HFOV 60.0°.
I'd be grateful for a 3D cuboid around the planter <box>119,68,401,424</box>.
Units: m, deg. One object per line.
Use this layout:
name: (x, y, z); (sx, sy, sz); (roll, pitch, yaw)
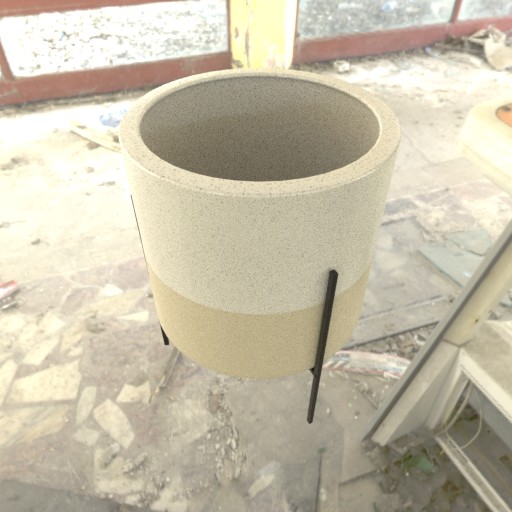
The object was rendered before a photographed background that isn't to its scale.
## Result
planter: (0.000, 0.000, 0.731); (0.368, 0.484, 0.359); (1, 42, 1)
